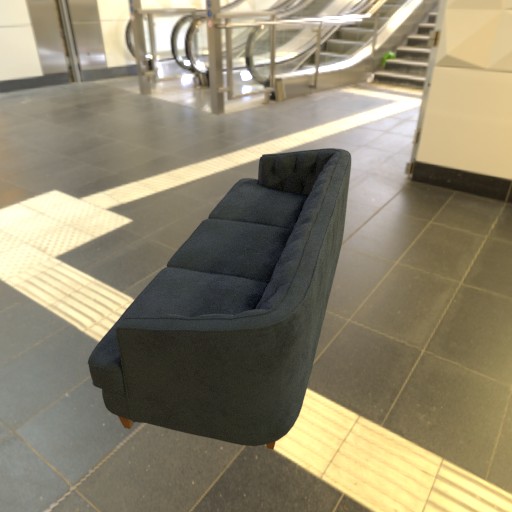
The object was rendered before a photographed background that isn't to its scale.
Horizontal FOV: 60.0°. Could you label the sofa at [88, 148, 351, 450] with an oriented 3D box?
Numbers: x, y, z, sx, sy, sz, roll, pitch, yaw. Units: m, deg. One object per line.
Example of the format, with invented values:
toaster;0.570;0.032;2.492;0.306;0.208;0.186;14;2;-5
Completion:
sofa;0.000;0.000;2.754;0.941;0.855;2.278;8;32;14
